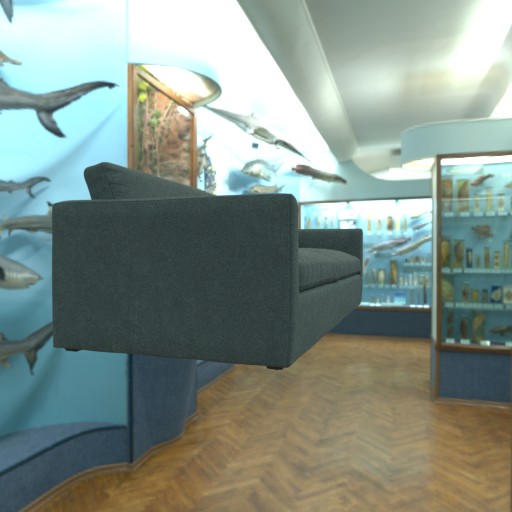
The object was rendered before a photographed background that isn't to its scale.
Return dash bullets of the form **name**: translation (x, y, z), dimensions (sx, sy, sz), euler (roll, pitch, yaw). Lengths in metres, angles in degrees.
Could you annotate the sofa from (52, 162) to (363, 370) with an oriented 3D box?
- **sofa**: translation (0.000, 0.000, 2.772), dimensions (1.092, 0.838, 2.257), euler (0, 0, 20)
